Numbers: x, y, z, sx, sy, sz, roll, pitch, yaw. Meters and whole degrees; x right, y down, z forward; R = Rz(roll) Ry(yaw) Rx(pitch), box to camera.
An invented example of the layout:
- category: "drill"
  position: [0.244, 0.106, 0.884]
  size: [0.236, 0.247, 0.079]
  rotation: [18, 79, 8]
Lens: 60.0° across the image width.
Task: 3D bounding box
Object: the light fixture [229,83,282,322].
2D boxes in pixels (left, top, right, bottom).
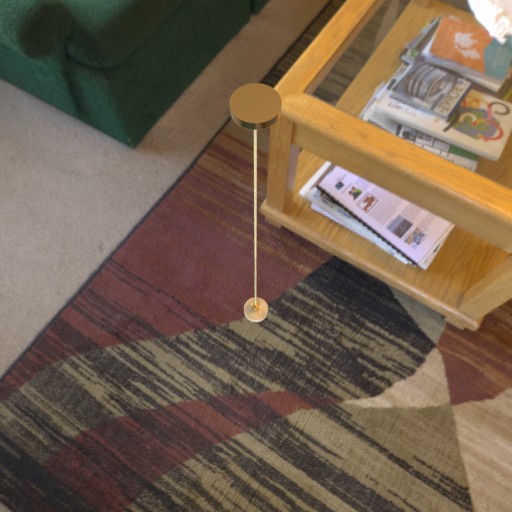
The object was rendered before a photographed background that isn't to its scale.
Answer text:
- category: "light fixture"
  position: [0.000, 0.000, 1.771]
  size: [0.129, 1.669, 0.129]
  rotation: [14, 66, 6]
